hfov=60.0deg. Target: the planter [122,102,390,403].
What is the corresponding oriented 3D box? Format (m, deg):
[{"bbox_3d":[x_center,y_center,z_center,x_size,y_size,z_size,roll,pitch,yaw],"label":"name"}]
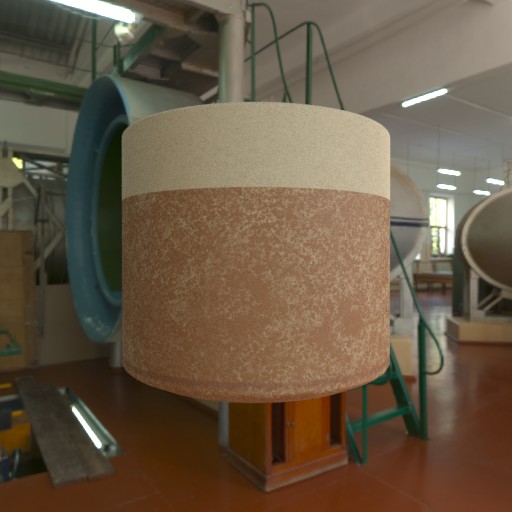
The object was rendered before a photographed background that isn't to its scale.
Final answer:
[{"bbox_3d":[0.000,0.000,0.274,0.159,0.138,0.159,0,1,0],"label":"planter"}]
